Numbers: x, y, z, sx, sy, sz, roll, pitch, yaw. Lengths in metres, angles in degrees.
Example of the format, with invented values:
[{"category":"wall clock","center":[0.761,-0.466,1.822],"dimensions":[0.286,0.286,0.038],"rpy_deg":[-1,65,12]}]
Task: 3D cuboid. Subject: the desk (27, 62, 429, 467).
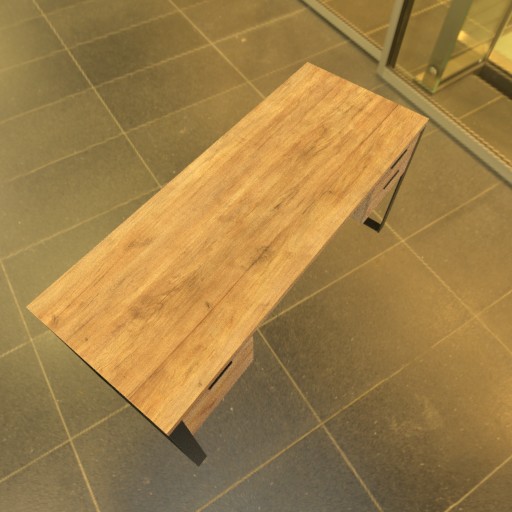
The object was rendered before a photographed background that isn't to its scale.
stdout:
[{"category":"desk","center":[0.000,0.000,1.897],"dimensions":[0.600,0.760,1.520],"rpy_deg":[34,64,19]}]
